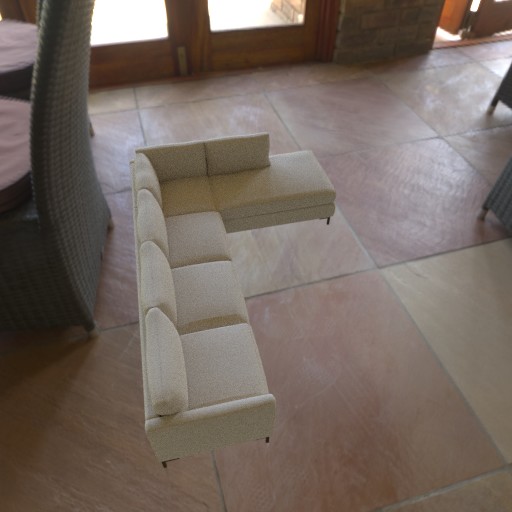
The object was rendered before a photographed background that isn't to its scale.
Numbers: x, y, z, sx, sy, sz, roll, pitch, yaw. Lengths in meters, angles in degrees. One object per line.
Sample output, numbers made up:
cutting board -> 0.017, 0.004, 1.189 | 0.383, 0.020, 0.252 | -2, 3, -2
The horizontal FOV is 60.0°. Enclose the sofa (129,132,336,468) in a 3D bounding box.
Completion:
sofa -> 0.000, 0.000, 3.865 | 2.007, 0.815, 2.949 | -9, 47, -9
